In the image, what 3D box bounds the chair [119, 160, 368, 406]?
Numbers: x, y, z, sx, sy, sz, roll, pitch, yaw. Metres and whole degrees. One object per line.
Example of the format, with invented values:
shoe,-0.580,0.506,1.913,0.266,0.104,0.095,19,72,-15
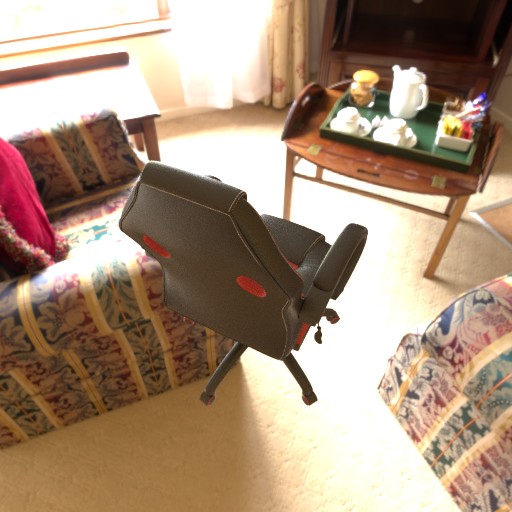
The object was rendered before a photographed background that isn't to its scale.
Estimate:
chair,0.000,0.000,1.677,0.750,1.189,0.783,21,50,19
